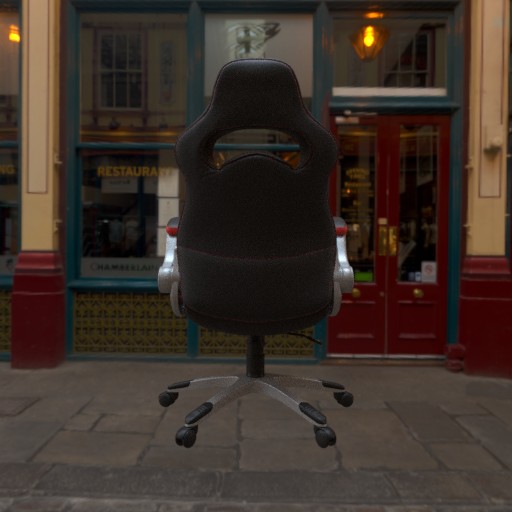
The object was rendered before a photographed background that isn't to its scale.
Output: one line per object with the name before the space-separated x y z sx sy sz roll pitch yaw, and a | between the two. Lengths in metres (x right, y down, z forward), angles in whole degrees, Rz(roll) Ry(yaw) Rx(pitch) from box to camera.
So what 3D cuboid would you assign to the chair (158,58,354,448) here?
chair | 0.000 0.000 1.626 0.758 1.165 0.712 0 0 0
